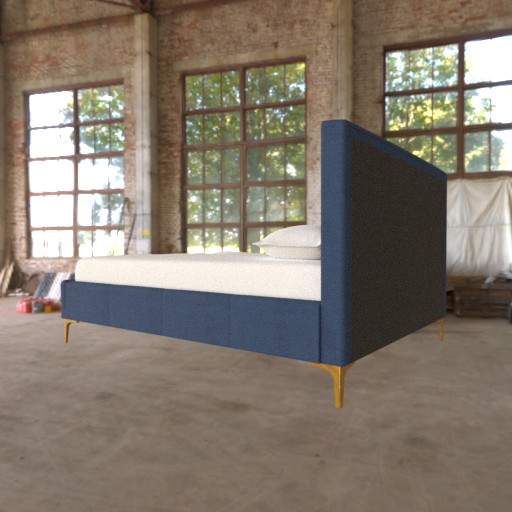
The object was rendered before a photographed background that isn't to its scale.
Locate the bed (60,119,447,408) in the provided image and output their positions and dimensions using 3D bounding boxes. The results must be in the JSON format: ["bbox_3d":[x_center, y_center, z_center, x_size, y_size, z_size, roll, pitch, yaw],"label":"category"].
[{"bbox_3d":[0.000,0.000,3.161,2.172,1.231,1.723,1,1,37],"label":"bed"}]
